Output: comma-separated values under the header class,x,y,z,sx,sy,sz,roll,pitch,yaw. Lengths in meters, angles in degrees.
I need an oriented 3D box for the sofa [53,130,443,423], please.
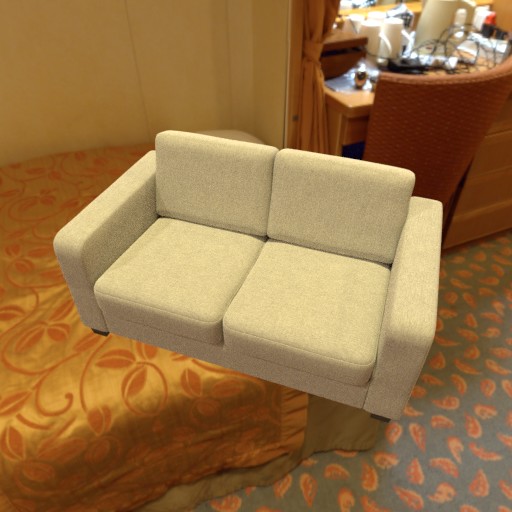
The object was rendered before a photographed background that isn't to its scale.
class,x,y,z,sx,sy,sz,roll,pitch,yaw
sofa,0.000,0.000,2.043,1.540,0.800,0.900,13,42,15
